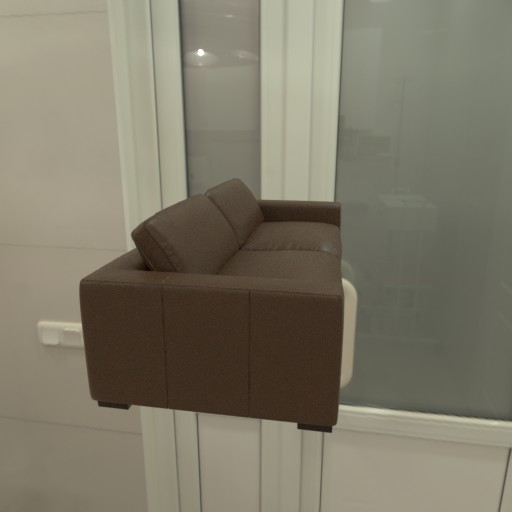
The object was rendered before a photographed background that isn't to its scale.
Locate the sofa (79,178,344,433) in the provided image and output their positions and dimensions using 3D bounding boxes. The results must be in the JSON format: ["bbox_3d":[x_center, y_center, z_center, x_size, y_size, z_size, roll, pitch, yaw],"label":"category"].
[{"bbox_3d":[0.000,0.000,2.769,1.070,0.801,2.262,3,16,10],"label":"sofa"}]
